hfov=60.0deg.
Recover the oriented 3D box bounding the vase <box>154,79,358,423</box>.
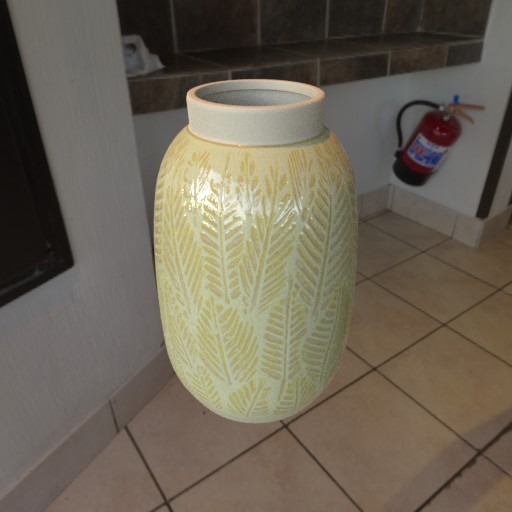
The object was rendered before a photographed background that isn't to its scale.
[{"bbox_3d":[0.000,0.000,0.380,0.172,0.270,0.172,0,32,0],"label":"vase"}]
